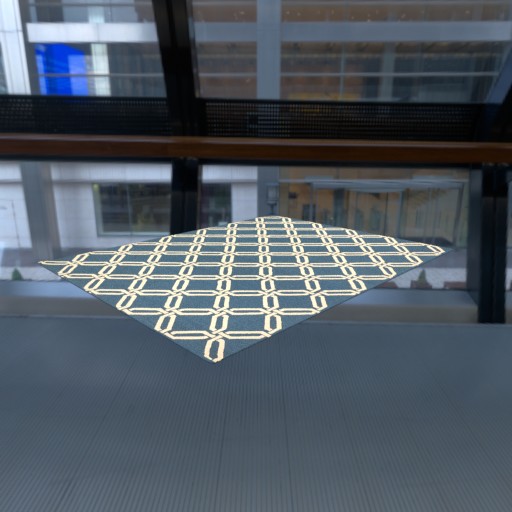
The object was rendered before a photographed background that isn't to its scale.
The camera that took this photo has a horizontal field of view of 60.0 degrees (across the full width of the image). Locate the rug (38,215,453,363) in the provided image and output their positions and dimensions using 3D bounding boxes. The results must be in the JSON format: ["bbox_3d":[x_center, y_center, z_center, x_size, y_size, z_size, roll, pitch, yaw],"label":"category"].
[{"bbox_3d":[0.000,0.000,3.871,2.277,0.020,2.867,16,23,43],"label":"rug"}]
